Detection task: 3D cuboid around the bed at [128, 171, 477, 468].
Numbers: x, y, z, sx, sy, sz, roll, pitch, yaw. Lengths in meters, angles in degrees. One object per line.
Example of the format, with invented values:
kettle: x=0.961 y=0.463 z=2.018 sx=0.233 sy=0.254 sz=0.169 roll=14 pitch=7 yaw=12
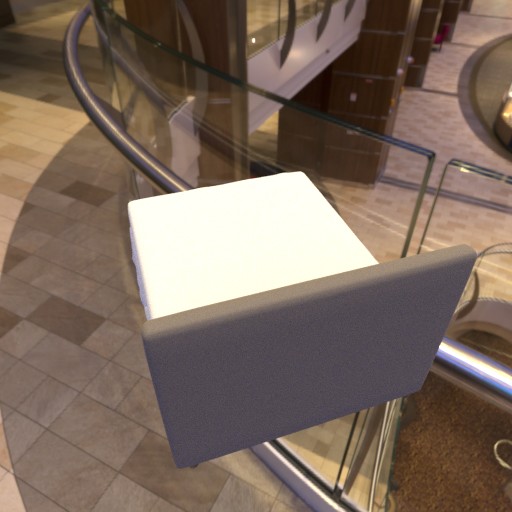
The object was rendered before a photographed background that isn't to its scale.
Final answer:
bed: x=0.000 y=0.000 z=3.196 sx=1.748 sy=1.330 sz=2.142 roll=-12 pitch=42 yaw=-14
